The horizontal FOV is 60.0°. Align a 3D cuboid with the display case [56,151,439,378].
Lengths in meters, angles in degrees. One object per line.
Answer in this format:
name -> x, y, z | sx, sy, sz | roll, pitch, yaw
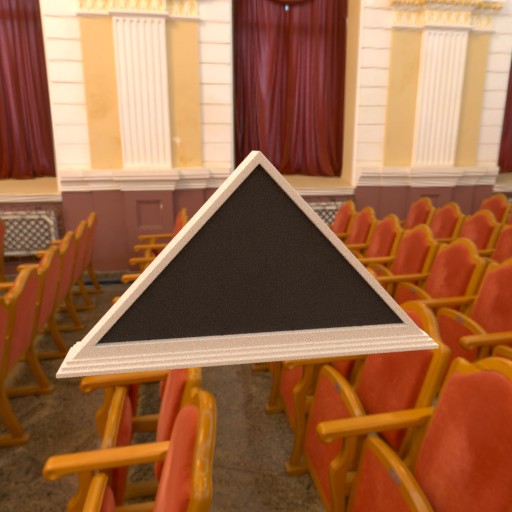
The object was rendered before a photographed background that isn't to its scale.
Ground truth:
display case -> 0.000, 0.000, 0.739 | 0.640, 0.340, 0.095 | -2, 14, -9
